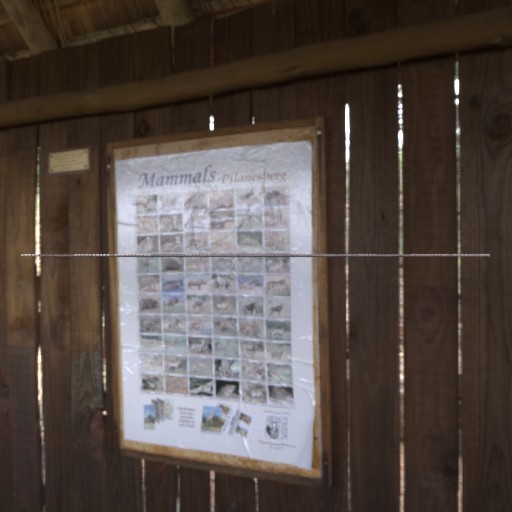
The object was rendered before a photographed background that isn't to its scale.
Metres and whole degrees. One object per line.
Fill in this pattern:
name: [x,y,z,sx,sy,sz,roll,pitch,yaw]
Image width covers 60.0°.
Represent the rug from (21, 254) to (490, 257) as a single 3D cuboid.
rug: [0.000,0.000,3.056,2.435,0.011,1.517,0,0,1]
